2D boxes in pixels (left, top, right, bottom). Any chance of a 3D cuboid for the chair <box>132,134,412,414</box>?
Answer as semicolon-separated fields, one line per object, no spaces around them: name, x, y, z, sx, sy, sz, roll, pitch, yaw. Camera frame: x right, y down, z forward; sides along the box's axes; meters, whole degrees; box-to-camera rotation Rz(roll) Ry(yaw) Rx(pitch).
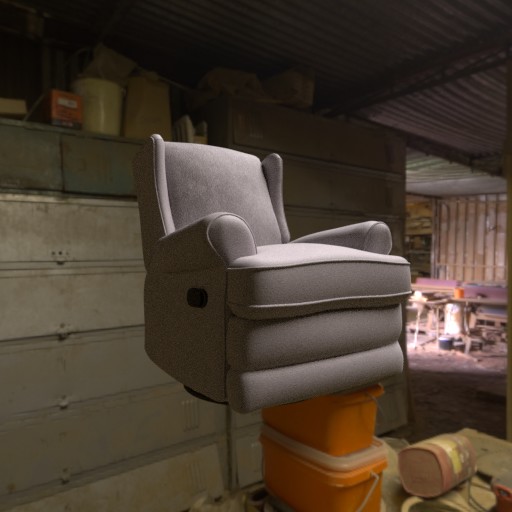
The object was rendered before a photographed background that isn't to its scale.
chair;0.000;0.000;1.758;0.847;1.011;0.969;-1;1;-36
